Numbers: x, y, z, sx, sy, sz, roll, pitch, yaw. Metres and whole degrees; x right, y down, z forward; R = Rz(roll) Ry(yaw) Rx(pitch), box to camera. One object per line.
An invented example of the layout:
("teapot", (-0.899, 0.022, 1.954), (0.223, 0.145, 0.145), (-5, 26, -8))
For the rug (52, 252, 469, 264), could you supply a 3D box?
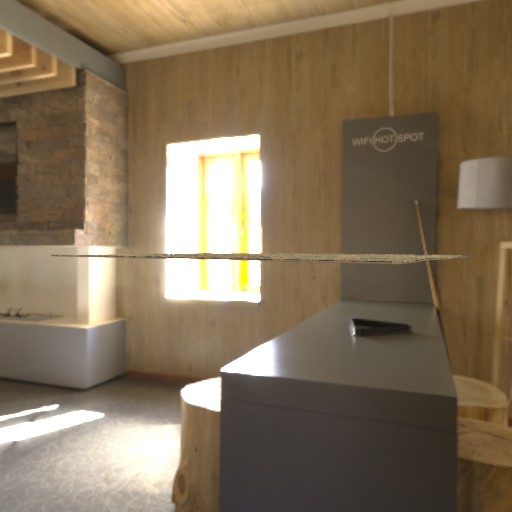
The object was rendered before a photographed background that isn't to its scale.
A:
("rug", (0.000, 0.000, 2.317), (1.830, 0.011, 1.209), (1, 1, 35))
